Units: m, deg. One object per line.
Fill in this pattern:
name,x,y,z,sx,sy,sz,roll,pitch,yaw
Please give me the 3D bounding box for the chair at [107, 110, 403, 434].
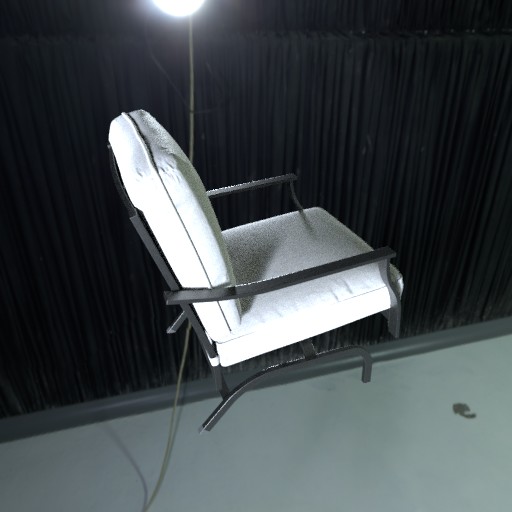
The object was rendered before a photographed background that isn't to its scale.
chair,0.000,0.000,1.422,0.787,0.860,0.650,-11,32,-18
